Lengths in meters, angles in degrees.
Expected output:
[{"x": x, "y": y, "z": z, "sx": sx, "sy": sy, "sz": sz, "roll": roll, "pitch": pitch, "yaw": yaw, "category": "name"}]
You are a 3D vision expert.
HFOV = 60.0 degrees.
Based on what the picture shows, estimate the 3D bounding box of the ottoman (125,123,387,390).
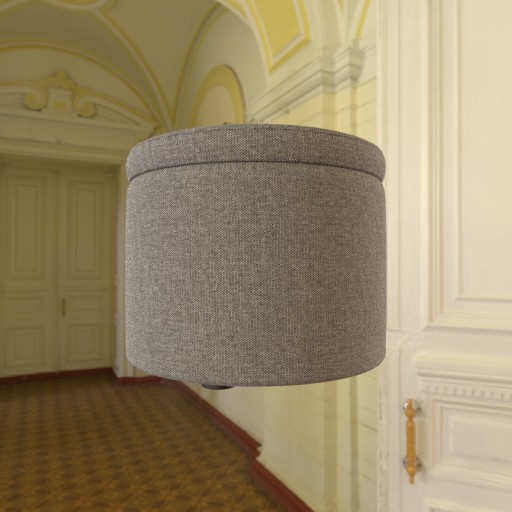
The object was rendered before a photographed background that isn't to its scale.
[{"x": 0.000, "y": 0.000, "z": 0.919, "sx": 0.520, "sy": 0.430, "sz": 0.520, "roll": 0, "pitch": 0, "yaw": 0, "category": "ottoman"}]
